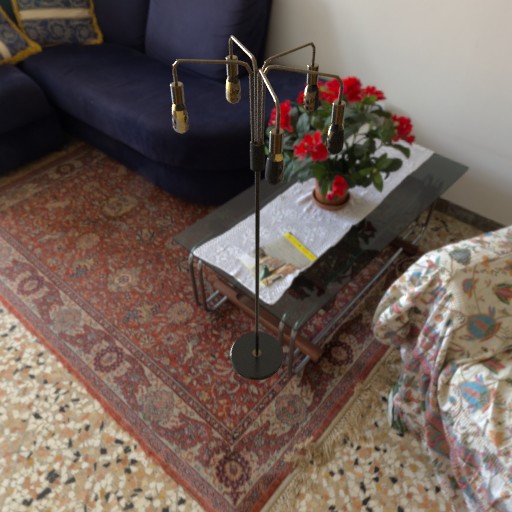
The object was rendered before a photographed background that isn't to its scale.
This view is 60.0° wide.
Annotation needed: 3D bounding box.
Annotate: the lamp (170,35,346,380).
[{"bbox_3d":[0.000,0.000,1.995,0.599,1.721,0.572,4,46,4],"label":"lamp"}]
